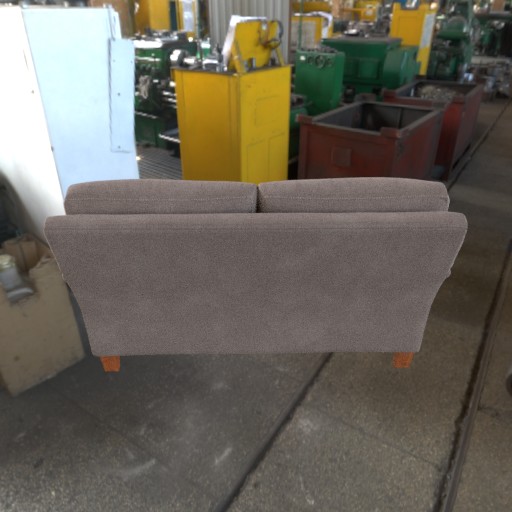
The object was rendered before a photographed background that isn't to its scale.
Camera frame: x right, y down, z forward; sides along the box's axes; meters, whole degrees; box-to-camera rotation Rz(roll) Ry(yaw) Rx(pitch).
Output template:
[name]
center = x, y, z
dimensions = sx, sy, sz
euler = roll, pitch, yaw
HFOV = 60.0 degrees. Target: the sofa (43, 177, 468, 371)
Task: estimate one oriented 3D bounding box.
[sofa]
center = 0.000, 0.000, 2.511
dimensions = 1.853, 1.101, 1.084
euler = -1, 30, -1
